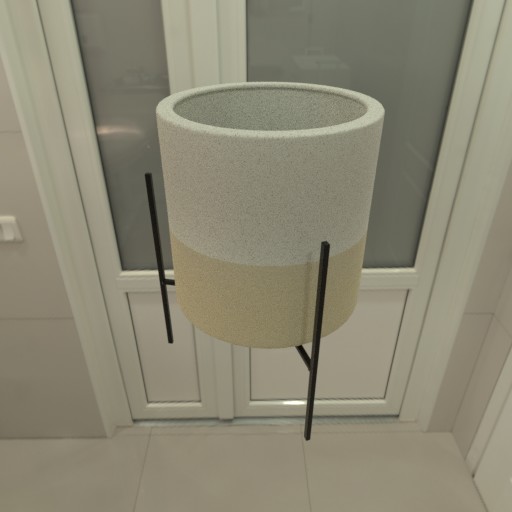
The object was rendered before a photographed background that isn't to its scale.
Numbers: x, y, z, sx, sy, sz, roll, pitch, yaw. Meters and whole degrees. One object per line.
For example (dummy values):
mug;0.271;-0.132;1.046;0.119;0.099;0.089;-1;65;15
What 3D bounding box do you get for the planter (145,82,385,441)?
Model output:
planter;0.000;0.000;0.548;0.267;0.362;0.263;-1;32;-1
